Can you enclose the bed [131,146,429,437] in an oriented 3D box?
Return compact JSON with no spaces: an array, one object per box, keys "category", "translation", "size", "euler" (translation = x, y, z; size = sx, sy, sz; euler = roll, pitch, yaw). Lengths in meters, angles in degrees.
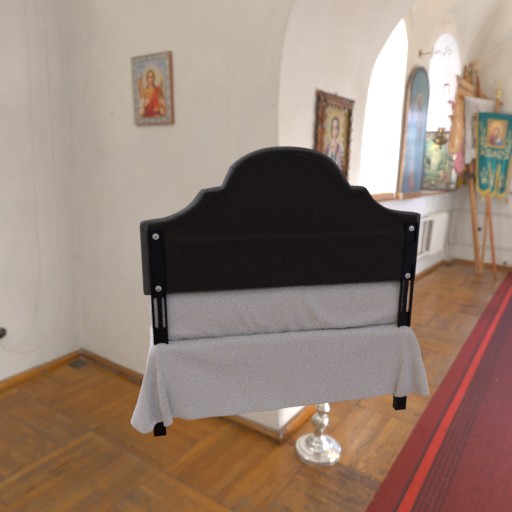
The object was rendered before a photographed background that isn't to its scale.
[{"category":"bed","translation":[0.000,0.000,3.444],"size":[1.780,1.634,2.222],"euler":[-2,13,-10]}]
